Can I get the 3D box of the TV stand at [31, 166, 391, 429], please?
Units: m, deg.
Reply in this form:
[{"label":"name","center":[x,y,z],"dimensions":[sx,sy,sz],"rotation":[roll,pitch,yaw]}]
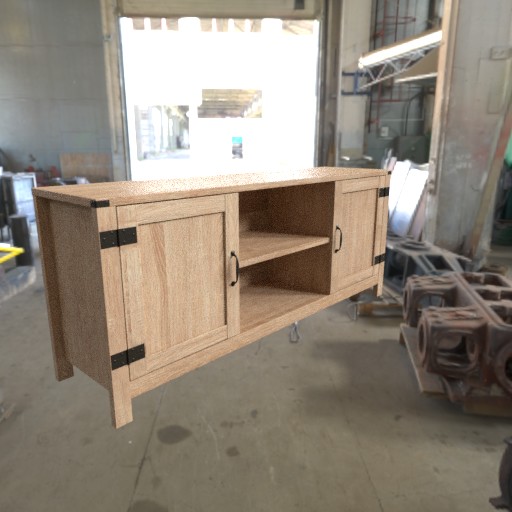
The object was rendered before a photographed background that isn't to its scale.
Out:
[{"label":"TV stand","center":[0.000,0.000,1.731],"dimensions":[0.398,0.610,1.466],"rotation":[13,20,41]}]
